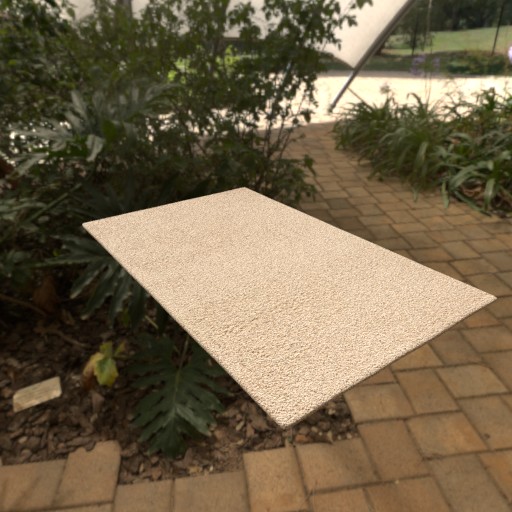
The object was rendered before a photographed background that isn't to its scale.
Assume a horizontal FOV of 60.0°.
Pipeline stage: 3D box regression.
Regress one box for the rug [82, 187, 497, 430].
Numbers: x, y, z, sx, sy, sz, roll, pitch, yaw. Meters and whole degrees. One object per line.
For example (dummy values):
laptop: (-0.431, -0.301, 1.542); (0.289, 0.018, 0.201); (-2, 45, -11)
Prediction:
rug: (0.000, 0.000, 2.918); (1.524, 0.030, 2.438); (-18, 32, -32)
